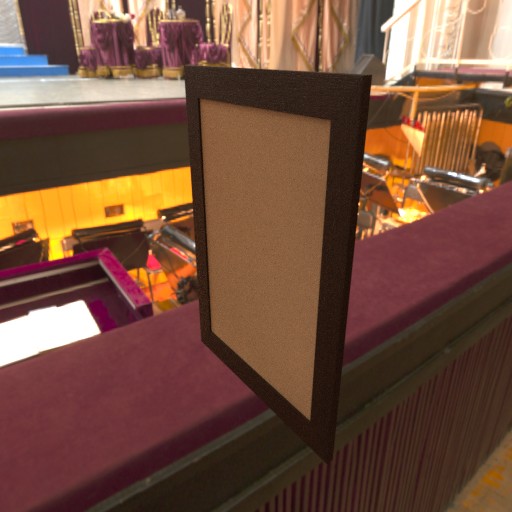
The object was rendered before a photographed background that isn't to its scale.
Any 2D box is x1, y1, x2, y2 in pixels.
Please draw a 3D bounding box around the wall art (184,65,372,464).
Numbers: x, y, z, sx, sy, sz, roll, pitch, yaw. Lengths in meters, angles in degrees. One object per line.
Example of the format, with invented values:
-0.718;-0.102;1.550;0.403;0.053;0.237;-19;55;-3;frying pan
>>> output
0.000;0.000;0.652;0.013;0.508;0.359;-17;30;-32;wall art
